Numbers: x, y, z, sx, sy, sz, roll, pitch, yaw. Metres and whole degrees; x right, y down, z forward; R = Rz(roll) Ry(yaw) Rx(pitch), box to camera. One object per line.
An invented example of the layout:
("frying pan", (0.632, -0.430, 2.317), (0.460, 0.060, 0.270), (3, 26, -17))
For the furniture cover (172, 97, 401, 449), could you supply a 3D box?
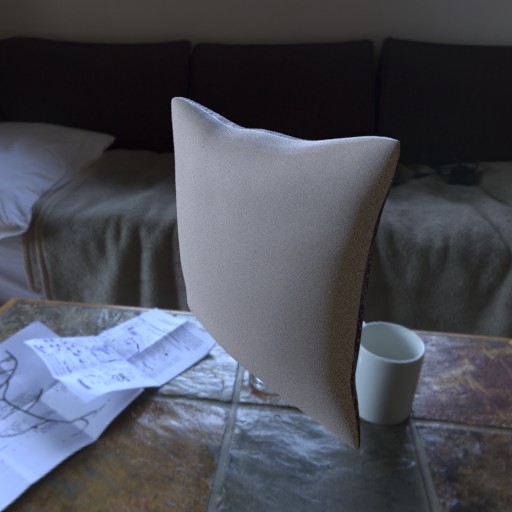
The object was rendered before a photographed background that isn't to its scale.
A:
("furniture cover", (0.000, 0.000, 0.817), (0.193, 0.509, 0.552), (-19, 32, -33))
